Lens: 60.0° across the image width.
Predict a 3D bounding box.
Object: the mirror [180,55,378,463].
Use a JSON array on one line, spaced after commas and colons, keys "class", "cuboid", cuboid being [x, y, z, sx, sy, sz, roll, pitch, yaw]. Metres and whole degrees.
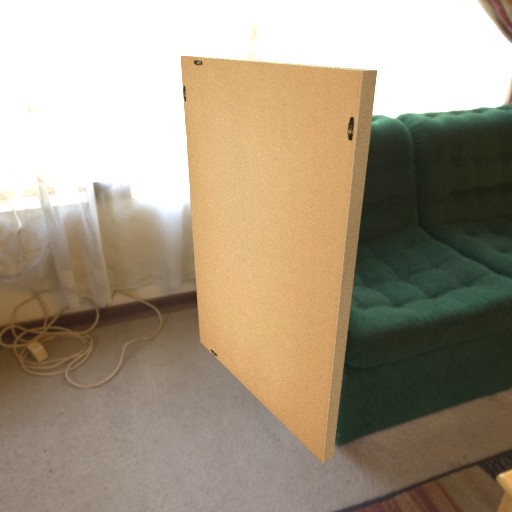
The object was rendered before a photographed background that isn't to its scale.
[{"class": "mirror", "cuboid": [0.000, 0.000, 1.134, 0.041, 0.915, 0.609, -19, 32, -32]}]
